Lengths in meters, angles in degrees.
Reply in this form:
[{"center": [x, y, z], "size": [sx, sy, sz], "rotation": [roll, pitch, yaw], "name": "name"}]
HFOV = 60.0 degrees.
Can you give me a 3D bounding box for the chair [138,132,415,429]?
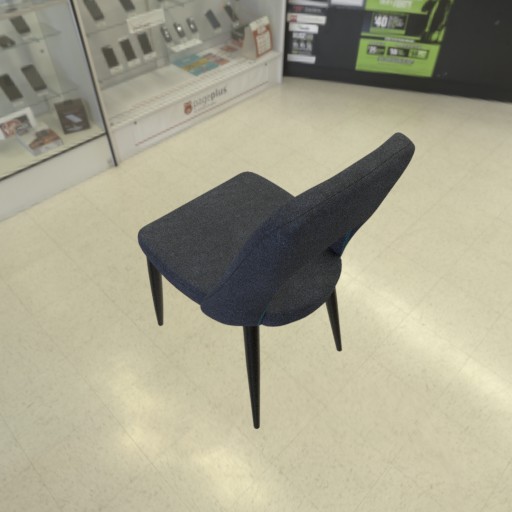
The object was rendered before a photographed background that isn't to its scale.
[{"center": [0.000, 0.000, 1.261], "size": [0.470, 0.931, 0.612], "rotation": [-34, 56, -27], "name": "chair"}]
